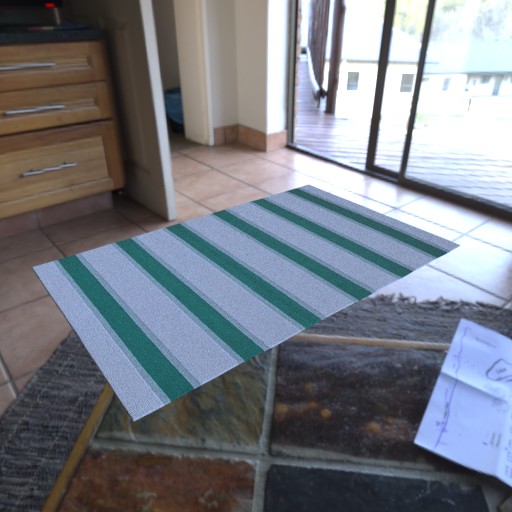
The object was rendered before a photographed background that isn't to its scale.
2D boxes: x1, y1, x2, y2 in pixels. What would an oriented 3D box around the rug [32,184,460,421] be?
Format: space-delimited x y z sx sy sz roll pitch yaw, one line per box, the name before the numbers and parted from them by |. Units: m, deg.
rug | 0.000 0.000 2.951 2.436 0.015 1.521 -21 36 -32
